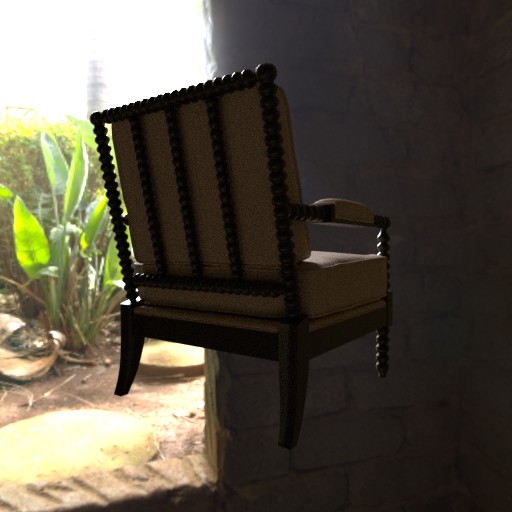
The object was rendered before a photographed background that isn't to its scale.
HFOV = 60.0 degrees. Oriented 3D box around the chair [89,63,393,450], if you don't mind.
[{"bbox_3d":[0.000,0.000,1.177,0.555,0.703,0.657,1,2,35],"label":"chair"}]
